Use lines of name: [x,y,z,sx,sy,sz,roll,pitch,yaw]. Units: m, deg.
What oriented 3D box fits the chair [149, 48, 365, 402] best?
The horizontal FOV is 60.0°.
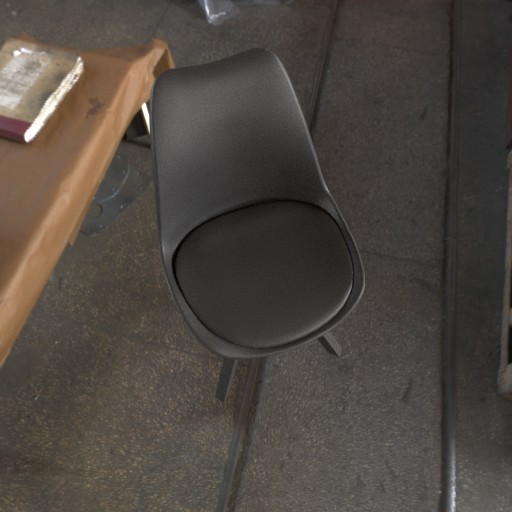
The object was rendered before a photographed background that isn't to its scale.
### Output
chair: [0.000,0.000,1.196,0.485,0.850,0.550,-18,64,-9]
